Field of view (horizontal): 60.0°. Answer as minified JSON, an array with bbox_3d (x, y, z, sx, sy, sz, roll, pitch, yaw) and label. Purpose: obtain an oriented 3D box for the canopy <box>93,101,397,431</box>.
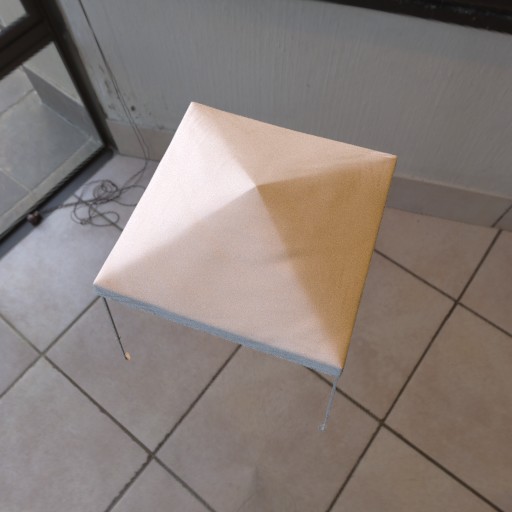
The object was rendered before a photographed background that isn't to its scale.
[{"bbox_3d":[0.000,0.000,5.167,2.849,2.849,2.848,17,66,8],"label":"canopy"}]
